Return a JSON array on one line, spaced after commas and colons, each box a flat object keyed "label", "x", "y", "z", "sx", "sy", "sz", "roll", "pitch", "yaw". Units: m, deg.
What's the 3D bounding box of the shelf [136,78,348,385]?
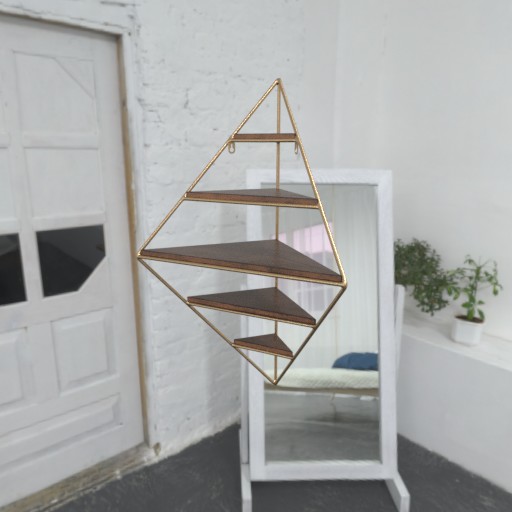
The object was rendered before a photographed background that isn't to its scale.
[{"label": "shelf", "x": 0.000, "y": 0.000, "z": 1.172, "sx": 0.564, "sy": 0.913, "sz": 0.294, "roll": 7, "pitch": 16, "yaw": 25}]
